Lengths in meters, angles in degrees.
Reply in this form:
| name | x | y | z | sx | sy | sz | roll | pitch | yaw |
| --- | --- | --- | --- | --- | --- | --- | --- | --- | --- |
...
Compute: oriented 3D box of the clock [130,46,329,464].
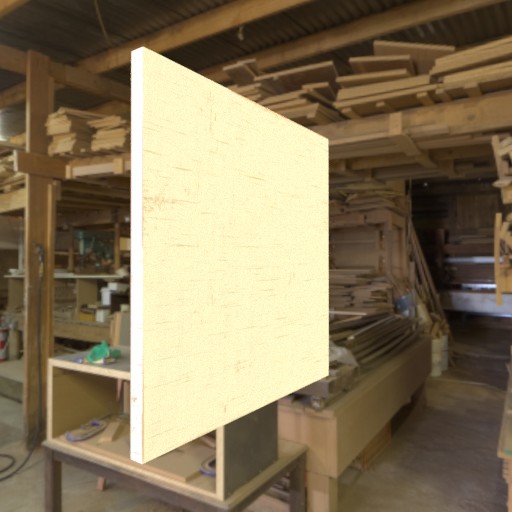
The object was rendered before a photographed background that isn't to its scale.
| name | x | y | z | sx | sy | sz | roll | pitch | yaw |
| --- | --- | --- | --- | --- | --- | --- | --- | --- | --- |
| clock | 0.000 | 0.000 | 1.044 | 0.032 | 0.705 | 0.705 | 0 | -1 | 35 |
